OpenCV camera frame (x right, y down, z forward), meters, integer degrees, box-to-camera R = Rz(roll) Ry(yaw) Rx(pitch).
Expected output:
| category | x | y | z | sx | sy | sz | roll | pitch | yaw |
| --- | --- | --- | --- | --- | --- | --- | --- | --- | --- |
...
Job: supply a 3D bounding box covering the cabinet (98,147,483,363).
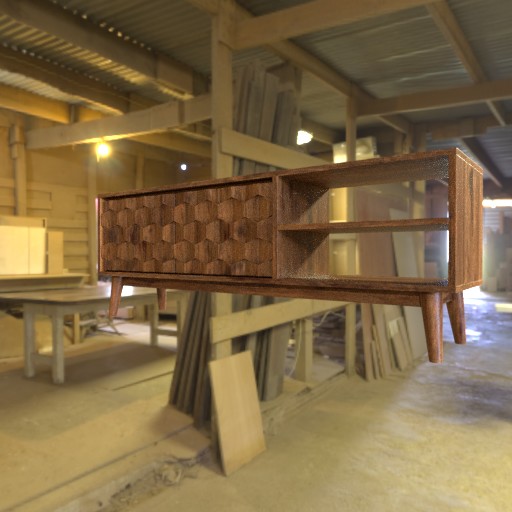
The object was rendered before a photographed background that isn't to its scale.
| category | x | y | z | sx | sy | sz | roll | pitch | yaw |
| --- | --- | --- | --- | --- | --- | --- | --- | --- | --- |
| cabinet | 0.000 | 0.000 | 1.632 | 1.448 | 0.528 | 0.349 | 0 | 1 | 36 |
